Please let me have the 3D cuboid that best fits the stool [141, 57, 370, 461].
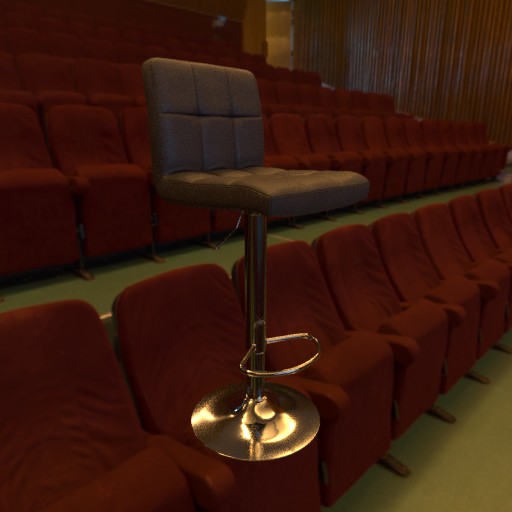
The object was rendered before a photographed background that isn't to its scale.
[{"bbox_3d":[0.000,0.000,1.330,0.505,1.115,0.430,14,21,42],"label":"stool"}]
